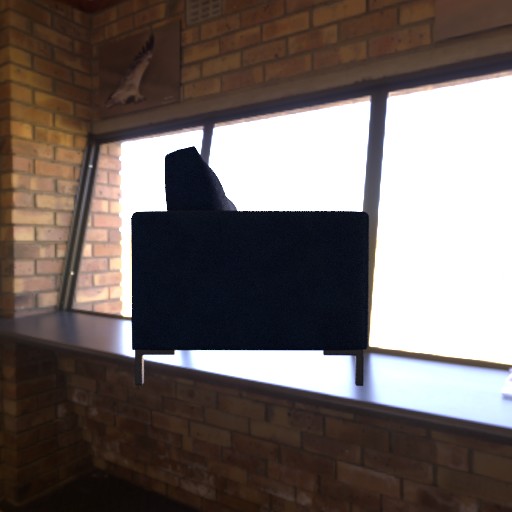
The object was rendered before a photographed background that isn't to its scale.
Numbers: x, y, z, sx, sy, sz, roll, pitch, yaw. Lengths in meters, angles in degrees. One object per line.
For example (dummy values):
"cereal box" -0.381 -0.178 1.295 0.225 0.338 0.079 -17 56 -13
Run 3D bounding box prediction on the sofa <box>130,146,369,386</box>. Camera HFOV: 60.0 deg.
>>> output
"sofa" 0.000 0.000 2.669 0.875 0.879 2.252 0 1 1
